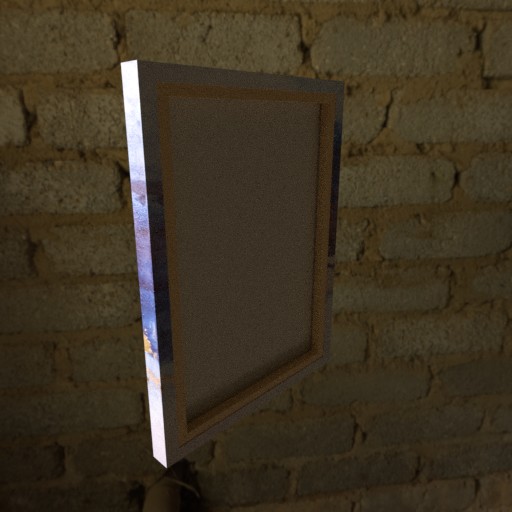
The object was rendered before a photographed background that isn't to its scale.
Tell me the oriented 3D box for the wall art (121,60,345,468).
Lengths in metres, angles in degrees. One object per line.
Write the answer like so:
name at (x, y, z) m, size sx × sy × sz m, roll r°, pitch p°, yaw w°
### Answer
wall art at (0.000, 0.000, 0.761) m, size 0.036 × 0.581 × 0.437 m, roll 16°, pitch 23°, yaw 41°
